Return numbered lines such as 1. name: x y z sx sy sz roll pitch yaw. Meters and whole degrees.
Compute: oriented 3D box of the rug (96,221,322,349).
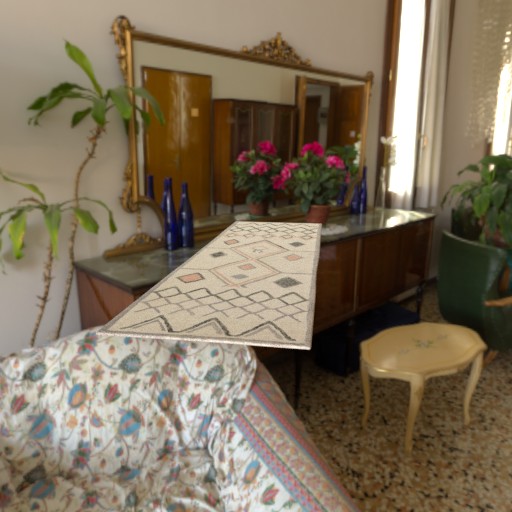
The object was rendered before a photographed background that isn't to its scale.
1. rug: 0.000 0.000 2.659 0.750 0.011 2.435 2 14 9
